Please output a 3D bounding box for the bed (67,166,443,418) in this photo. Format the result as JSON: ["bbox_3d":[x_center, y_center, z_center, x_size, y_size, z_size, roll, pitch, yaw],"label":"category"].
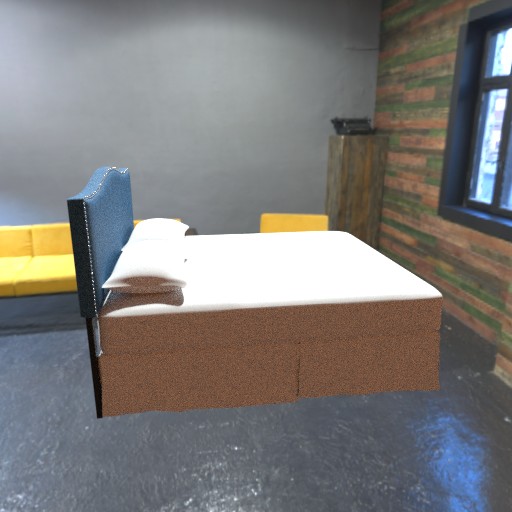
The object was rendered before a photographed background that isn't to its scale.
[{"bbox_3d":[0.000,0.000,2.906,1.872,1.169,1.610,-2,16,-8],"label":"bed"}]
